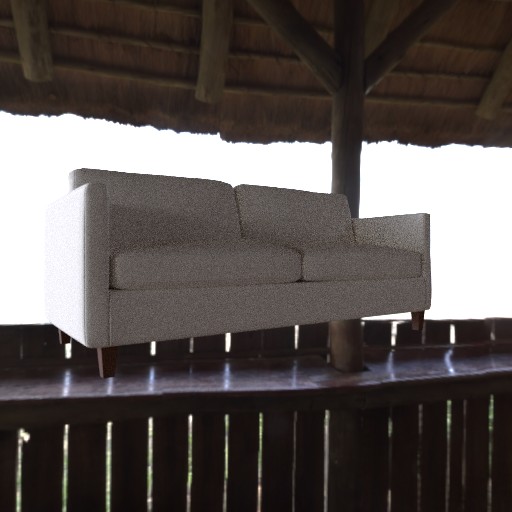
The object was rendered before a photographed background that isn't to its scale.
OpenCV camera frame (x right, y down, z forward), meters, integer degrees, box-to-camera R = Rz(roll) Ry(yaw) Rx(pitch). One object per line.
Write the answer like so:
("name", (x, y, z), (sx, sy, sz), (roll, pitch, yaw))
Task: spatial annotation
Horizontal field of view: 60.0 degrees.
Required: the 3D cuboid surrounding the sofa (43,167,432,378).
("sofa", (0.000, 0.000, 2.578), (2.139, 0.933, 0.924), (0, 0, -34))
